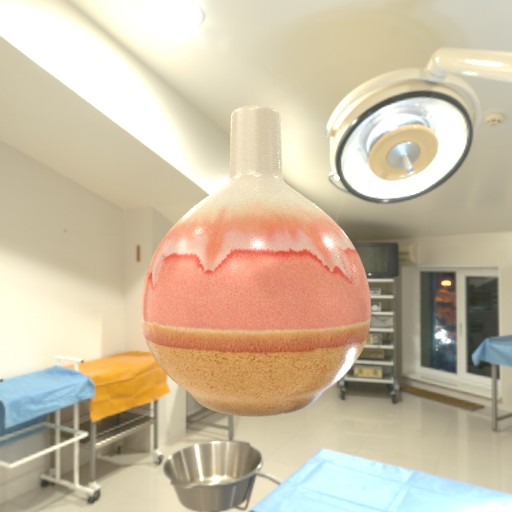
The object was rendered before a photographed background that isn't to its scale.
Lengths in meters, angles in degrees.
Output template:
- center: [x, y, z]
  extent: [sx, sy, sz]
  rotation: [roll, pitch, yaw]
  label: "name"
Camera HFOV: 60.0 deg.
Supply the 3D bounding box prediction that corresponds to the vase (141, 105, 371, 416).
- center: [0.000, 0.000, 0.272]
  extent: [0.137, 0.176, 0.137]
  rotation: [0, -1, 0]
  label: "vase"
